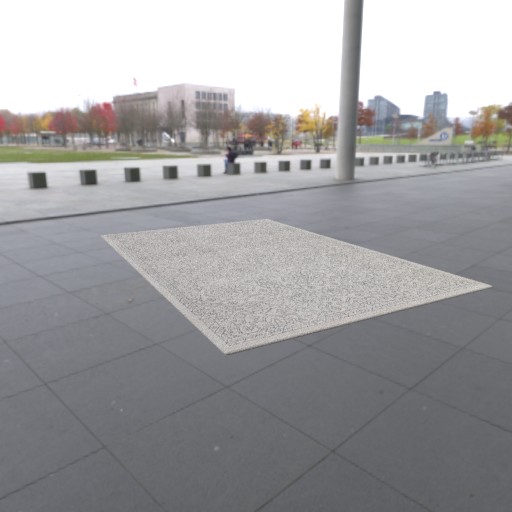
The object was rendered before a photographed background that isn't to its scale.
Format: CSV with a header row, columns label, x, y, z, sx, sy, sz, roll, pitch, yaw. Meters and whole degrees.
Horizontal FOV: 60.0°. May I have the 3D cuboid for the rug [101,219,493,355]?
label,x,y,z,sx,sy,sz,roll,pitch,yaw
rug,0.000,0.000,2.883,1.524,0.011,2.286,-8,17,-28
